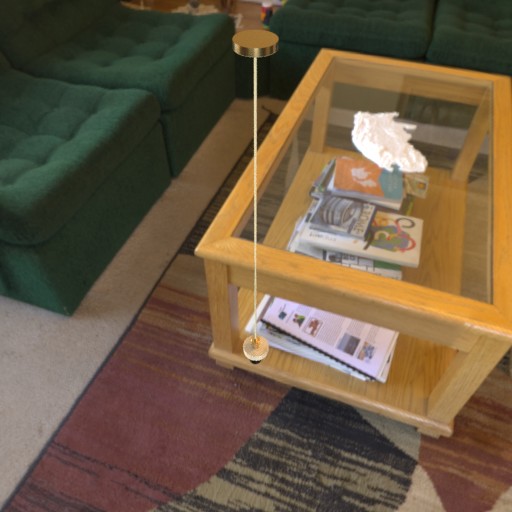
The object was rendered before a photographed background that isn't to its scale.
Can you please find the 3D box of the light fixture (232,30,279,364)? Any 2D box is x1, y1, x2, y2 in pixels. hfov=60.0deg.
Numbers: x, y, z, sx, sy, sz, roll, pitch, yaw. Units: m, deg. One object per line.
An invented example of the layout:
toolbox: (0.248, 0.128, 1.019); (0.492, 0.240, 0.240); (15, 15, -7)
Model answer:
light fixture: (0.000, 0.000, 1.768); (0.129, 1.669, 0.129); (2, 47, 2)
